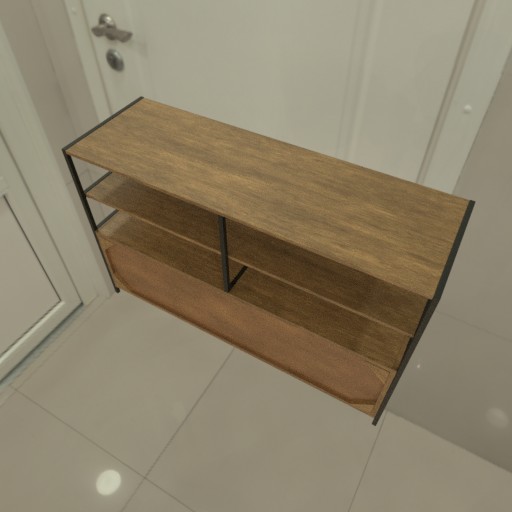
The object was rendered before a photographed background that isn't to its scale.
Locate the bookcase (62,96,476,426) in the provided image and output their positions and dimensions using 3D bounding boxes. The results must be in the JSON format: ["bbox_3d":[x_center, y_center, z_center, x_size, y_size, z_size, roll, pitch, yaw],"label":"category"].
[{"bbox_3d":[0.000,0.000,1.536,1.149,0.712,0.391,23,52,20],"label":"bookcase"}]
